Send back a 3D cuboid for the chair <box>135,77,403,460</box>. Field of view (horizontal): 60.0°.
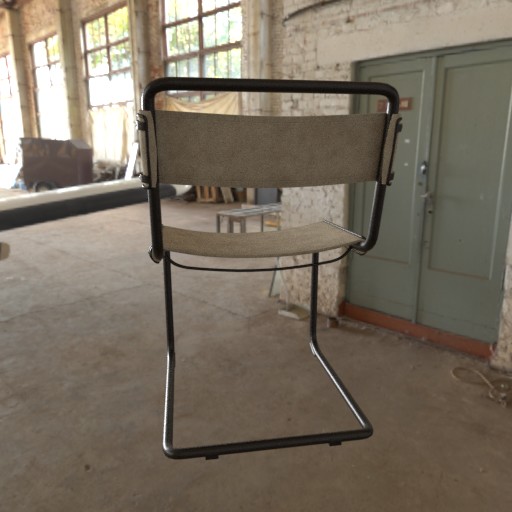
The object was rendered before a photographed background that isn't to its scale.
[{"bbox_3d":[0.000,0.000,1.087,0.499,0.747,0.497,-2,14,-9],"label":"chair"}]
